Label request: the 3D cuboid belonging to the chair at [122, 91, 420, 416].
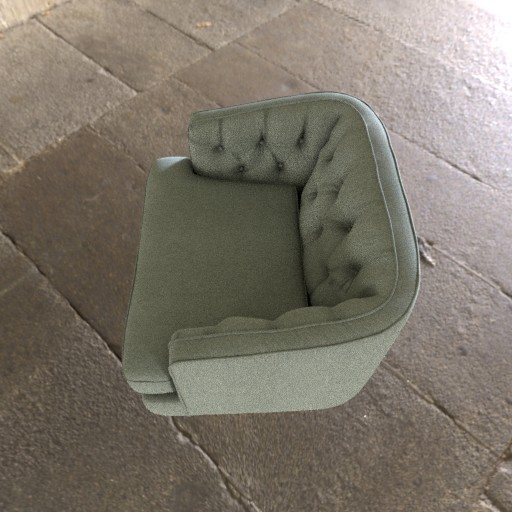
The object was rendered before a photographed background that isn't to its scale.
[{"bbox_3d":[0.000,0.000,1.751,0.945,0.852,1.094,-1,57,-1],"label":"chair"}]
